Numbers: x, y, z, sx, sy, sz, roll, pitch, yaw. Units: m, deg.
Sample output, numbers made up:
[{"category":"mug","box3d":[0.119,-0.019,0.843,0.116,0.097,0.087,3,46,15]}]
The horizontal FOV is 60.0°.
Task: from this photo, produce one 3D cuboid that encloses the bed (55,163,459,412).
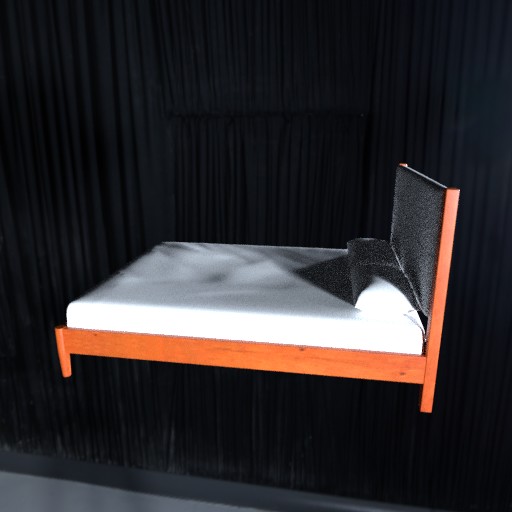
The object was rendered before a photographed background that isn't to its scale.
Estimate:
[{"category":"bed","box3d":[0.000,0.000,3.057,2.117,1.165,1.566,3,16,9]}]
